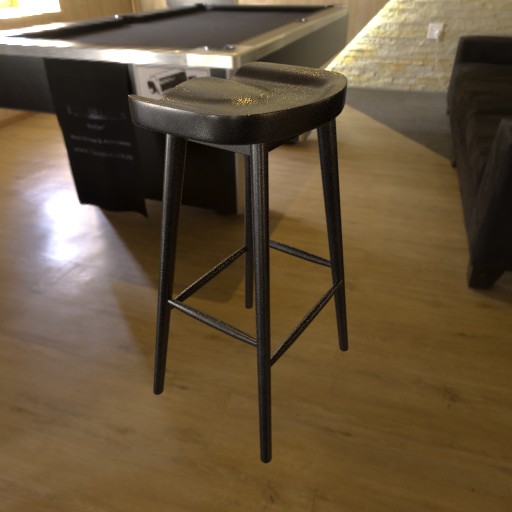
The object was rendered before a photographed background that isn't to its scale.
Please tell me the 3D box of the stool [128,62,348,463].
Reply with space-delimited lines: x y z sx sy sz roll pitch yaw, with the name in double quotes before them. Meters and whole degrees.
"stool" 0.000 0.000 1.015 0.361 0.749 0.440 20 39 28
